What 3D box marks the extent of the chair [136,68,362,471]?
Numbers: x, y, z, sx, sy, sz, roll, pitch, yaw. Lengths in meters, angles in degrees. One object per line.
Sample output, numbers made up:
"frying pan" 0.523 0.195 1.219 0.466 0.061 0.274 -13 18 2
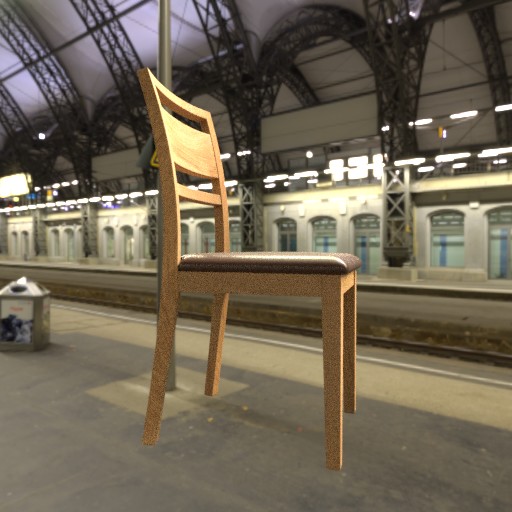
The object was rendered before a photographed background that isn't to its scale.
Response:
"chair" 0.000 0.000 1.226 0.545 0.940 0.420 0 1 18
